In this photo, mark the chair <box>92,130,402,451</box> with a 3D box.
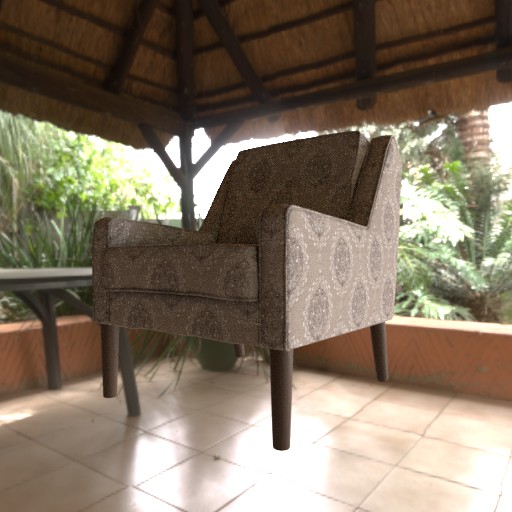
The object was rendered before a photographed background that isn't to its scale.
[{"bbox_3d":[0.000,0.000,1.340,0.665,0.797,0.750,0,0,35],"label":"chair"}]
